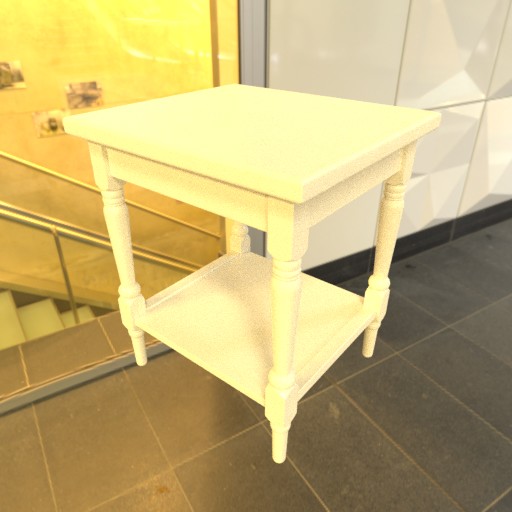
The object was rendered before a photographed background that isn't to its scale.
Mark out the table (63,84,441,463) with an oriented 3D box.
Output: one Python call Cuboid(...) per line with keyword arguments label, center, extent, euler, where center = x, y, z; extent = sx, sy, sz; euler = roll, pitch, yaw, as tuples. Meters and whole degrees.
Cuboid(label="table", center=(0.000, 0.000, 0.906), extent=(0.488, 0.565, 0.442), euler=(22, 37, 33))
